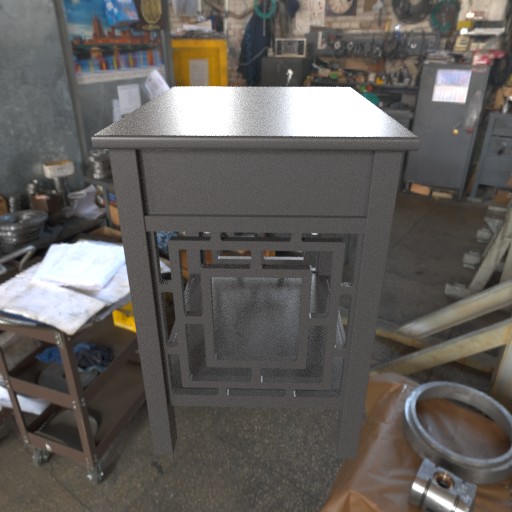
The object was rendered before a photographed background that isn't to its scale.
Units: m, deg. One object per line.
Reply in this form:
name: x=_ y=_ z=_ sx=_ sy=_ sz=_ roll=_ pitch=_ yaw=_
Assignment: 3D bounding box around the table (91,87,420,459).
table: x=0.000 y=0.000 z=0.987 sx=0.451 sy=0.646 sz=0.564 roll=1 pitch=27 yaw=1
